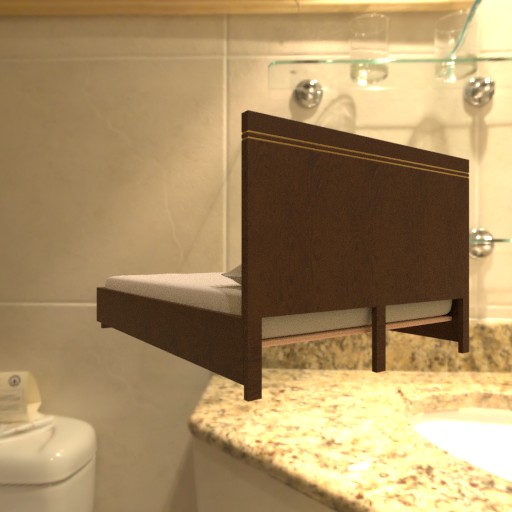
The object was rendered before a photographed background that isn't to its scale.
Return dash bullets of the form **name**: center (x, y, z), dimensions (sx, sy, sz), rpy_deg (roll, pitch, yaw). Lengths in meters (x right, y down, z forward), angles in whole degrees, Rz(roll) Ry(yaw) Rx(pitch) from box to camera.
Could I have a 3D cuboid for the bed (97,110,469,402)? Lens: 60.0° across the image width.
- **bed**: center (0.000, 0.000, 3.145), dimensions (1.613, 1.169, 2.221), rpy_deg (0, 0, -35)
